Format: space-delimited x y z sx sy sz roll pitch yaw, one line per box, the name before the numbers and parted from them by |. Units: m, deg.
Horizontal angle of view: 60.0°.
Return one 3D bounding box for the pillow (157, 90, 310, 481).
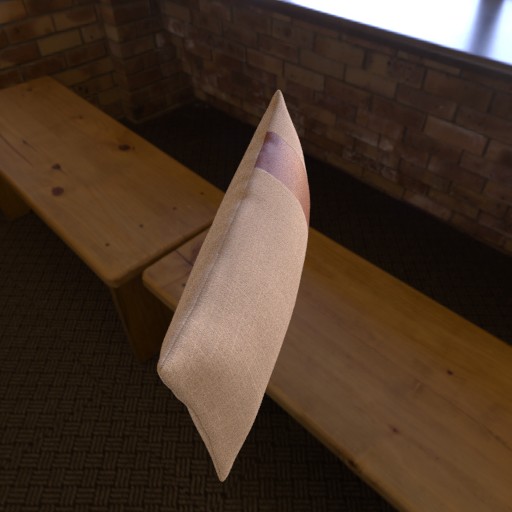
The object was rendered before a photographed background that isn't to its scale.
pillow | 0.000 0.000 0.726 0.155 0.282 0.612 9 46 9
